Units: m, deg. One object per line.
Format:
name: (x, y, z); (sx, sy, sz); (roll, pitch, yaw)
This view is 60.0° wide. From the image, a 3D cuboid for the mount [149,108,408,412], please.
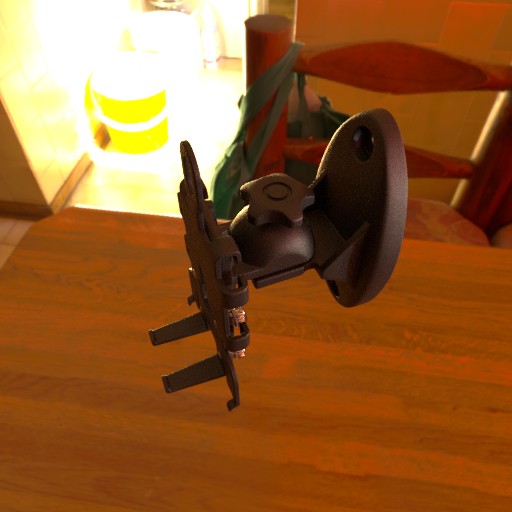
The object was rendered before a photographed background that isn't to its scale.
mount: (0.000, 0.000, 0.181); (0.100, 0.118, 0.066); (-17, 50, -15)
